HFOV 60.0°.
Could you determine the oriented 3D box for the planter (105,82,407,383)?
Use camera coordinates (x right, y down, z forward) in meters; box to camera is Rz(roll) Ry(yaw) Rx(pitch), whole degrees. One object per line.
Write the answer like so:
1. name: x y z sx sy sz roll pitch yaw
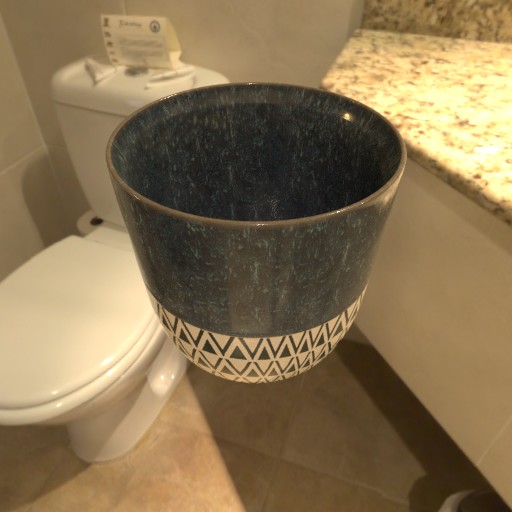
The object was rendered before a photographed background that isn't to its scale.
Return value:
1. planter: 0.000 0.000 0.366 0.195 0.214 0.195 0 42 0
